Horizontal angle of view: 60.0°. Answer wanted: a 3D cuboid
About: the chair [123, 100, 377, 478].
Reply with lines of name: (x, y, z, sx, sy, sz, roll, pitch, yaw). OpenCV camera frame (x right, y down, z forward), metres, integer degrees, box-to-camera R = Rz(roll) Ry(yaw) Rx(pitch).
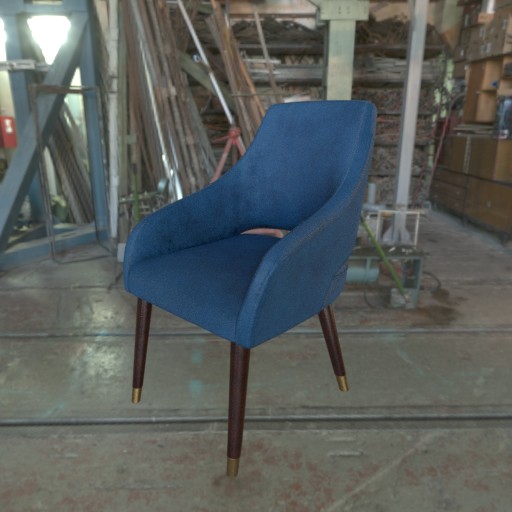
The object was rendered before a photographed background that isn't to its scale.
chair: (0.000, 0.000, 1.601, 0.683, 1.081, 0.794, 16, 23, 41)
